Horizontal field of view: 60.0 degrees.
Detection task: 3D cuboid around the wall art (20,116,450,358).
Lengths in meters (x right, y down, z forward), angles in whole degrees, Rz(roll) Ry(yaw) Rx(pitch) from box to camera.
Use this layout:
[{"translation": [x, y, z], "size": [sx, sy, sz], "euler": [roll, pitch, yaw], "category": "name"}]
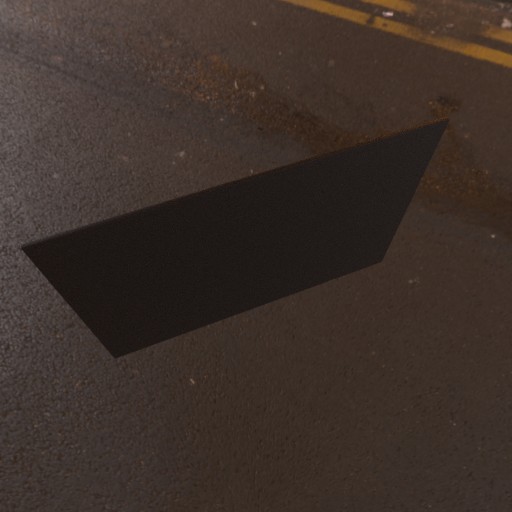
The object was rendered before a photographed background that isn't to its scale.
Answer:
[{"translation": [0.000, 0.000, 1.502], "size": [1.192, 0.811, 0.013], "euler": [-19, 61, -11], "category": "wall art"}]
